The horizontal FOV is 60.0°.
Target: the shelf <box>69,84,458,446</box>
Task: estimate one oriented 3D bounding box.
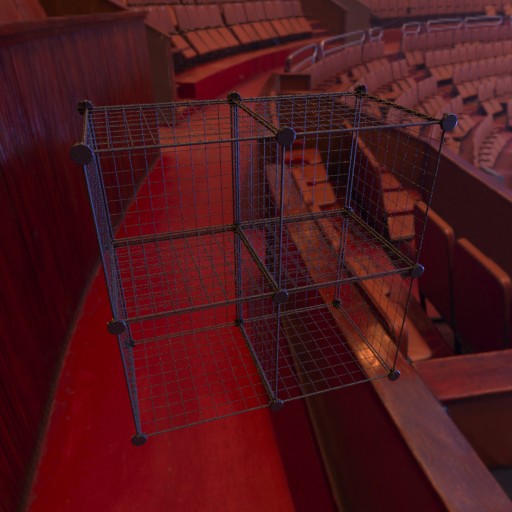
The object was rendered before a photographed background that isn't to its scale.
[{"bbox_3d":[0.000,0.000,1.090,0.711,0.711,0.356,-9,31,-15],"label":"shelf"}]
